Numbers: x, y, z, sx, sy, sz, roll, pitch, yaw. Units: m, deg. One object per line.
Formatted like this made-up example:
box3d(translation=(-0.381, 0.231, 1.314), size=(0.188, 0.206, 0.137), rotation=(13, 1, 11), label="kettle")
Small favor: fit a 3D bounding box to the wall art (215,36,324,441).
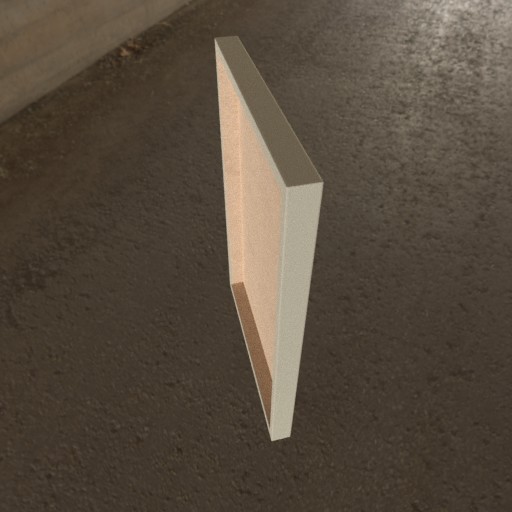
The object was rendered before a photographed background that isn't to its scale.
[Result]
box3d(translation=(0.000, 0.000, 0.798), size=(0.038, 0.608, 0.418), rotation=(-10, 46, -10), label="wall art")
